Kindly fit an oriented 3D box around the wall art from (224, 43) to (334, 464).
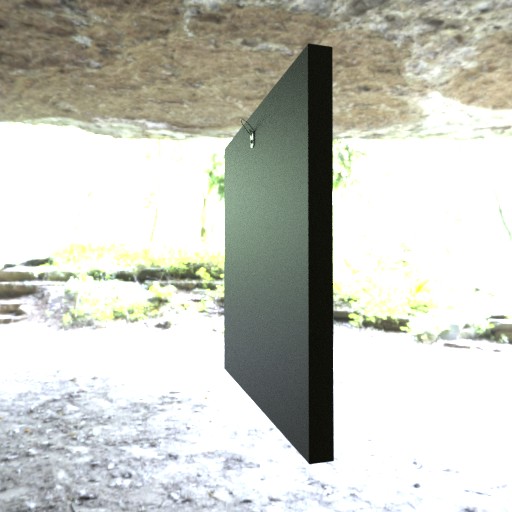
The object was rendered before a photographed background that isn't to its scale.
[{"bbox_3d":[0.000,0.000,0.536,0.038,0.349,0.349,0,-1,-16],"label":"wall art"}]
